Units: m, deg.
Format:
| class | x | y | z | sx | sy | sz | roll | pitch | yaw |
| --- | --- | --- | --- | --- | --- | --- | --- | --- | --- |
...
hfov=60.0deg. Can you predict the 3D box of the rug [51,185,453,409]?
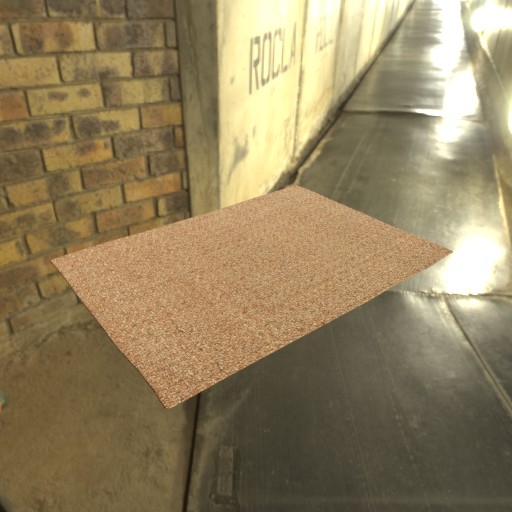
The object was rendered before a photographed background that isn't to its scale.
| class | x | y | z | sx | sy | sz | roll | pitch | yaw |
| --- | --- | --- | --- | --- | --- | --- | --- | --- | --- |
| rug | 0.000 | 0.000 | 2.888 | 2.141 | 0.013 | 1.566 | -22 | 37 | -33 |
